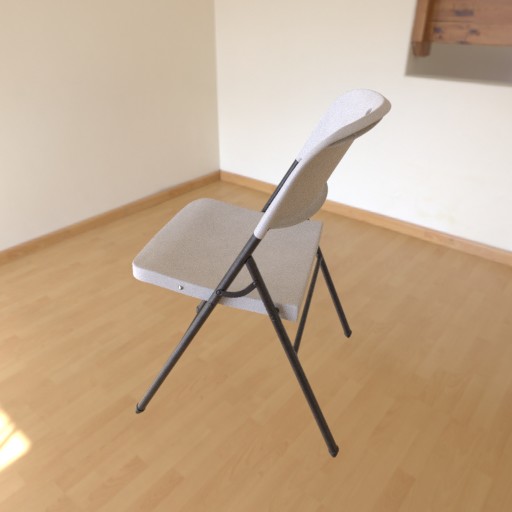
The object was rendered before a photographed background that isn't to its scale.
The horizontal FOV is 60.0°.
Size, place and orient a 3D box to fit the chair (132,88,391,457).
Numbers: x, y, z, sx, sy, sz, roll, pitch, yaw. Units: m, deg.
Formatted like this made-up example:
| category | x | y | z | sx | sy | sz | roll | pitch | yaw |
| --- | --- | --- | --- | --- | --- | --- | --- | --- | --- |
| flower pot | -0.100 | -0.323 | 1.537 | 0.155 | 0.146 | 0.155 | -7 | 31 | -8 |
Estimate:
| category | x | y | z | sx | sy | sz | roll | pitch | yaw |
| --- | --- | --- | --- | --- | --- | --- | --- | --- | --- |
| chair | 0.000 | 0.000 | 1.159 | 0.566 | 0.810 | 0.494 | 7 | 31 | 12 |
